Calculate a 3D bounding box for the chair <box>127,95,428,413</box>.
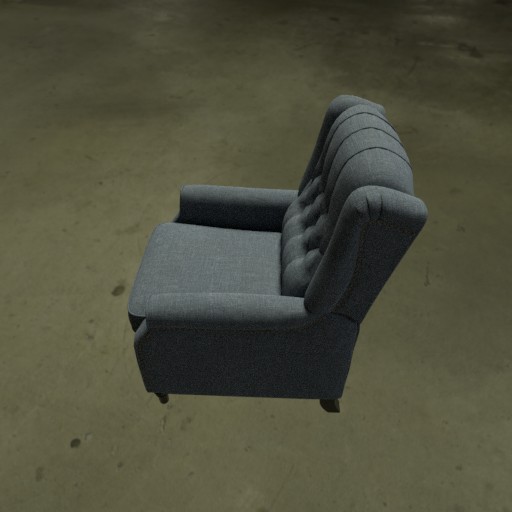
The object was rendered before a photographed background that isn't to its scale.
[{"bbox_3d":[0.000,0.000,1.648,0.898,1.035,0.742,2,42,2],"label":"chair"}]
